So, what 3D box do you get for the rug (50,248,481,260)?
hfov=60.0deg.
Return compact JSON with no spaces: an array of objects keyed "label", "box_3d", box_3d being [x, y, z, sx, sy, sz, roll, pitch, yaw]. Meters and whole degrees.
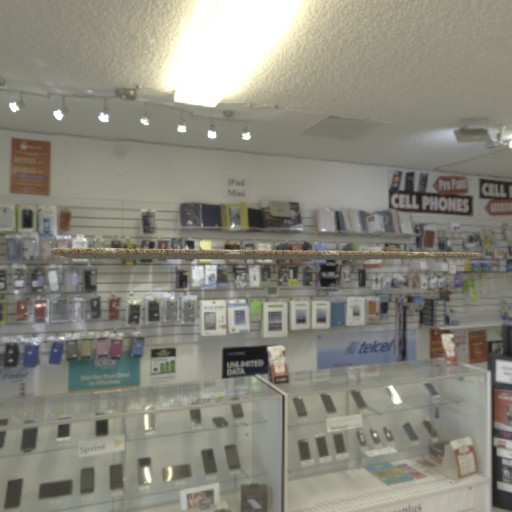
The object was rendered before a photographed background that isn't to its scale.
[{"label":"rug","box_3d":[0.000,0.000,3.064,2.438,0.030,1.524,0,-1,-18]}]
